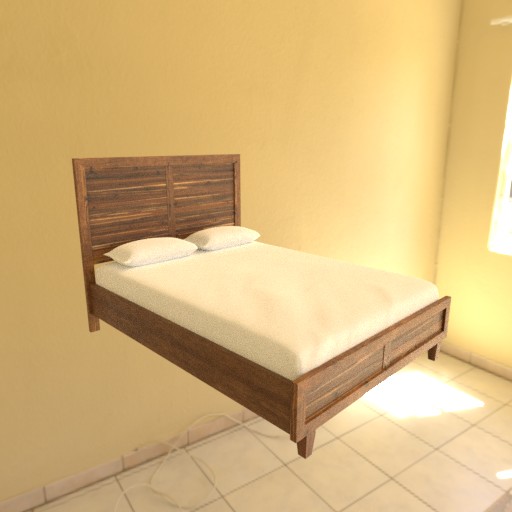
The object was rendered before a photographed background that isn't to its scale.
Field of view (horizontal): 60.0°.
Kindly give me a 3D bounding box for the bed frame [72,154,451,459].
[{"bbox_3d":[0.000,0.000,3.330,1.696,1.417,2.276,-14,20,-43],"label":"bed frame"}]
